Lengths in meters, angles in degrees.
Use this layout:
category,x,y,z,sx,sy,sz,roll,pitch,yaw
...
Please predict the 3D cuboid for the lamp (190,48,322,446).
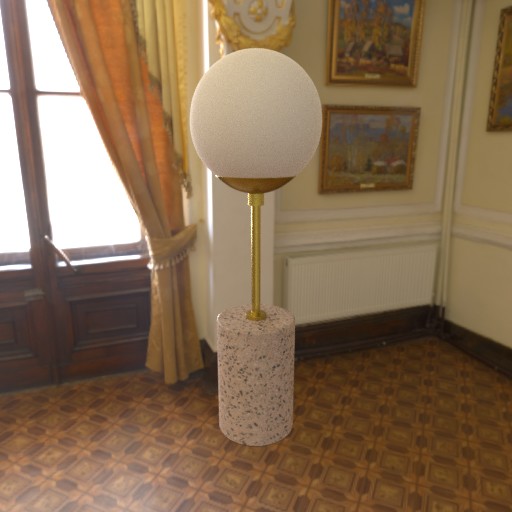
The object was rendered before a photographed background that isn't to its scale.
category,x,y,z,sx,sy,sz,roll,pitch,yaw
lamp,0.000,0.000,0.559,0.153,0.480,0.153,0,14,0
